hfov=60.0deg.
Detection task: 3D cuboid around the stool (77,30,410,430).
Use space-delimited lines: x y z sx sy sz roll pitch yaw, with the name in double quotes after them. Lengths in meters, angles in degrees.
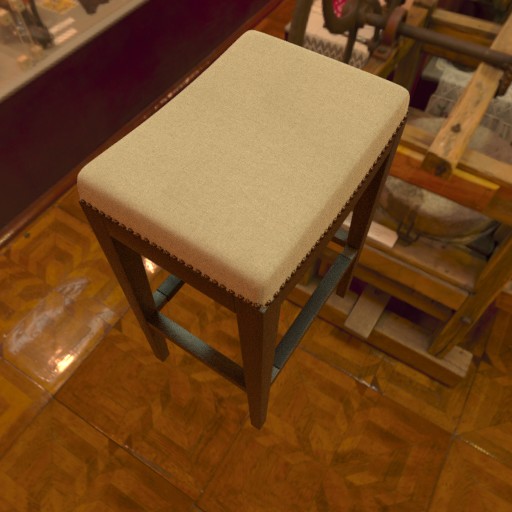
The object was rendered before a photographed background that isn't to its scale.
0.000 0.000 1.014 0.358 0.759 0.498 30 62 17 "stool"
